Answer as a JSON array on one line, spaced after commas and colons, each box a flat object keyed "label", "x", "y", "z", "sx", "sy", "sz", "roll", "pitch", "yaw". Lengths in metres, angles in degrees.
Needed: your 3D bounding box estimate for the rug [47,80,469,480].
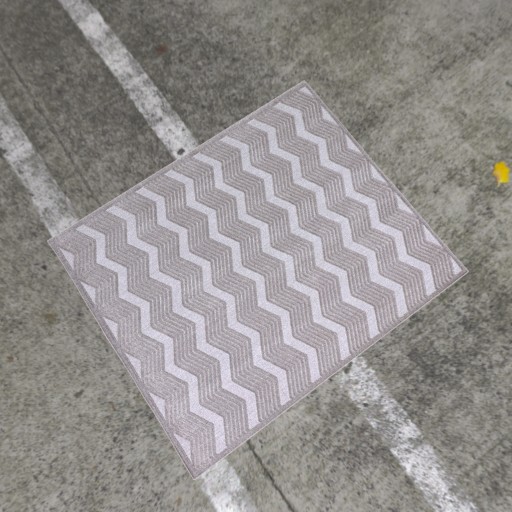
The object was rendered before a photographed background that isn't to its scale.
[{"label": "rug", "x": 0.000, "y": 0.000, "z": 3.919, "sx": 2.880, "sy": 0.005, "sz": 2.391, "roll": -34, "pitch": 77, "yaw": -9}]
